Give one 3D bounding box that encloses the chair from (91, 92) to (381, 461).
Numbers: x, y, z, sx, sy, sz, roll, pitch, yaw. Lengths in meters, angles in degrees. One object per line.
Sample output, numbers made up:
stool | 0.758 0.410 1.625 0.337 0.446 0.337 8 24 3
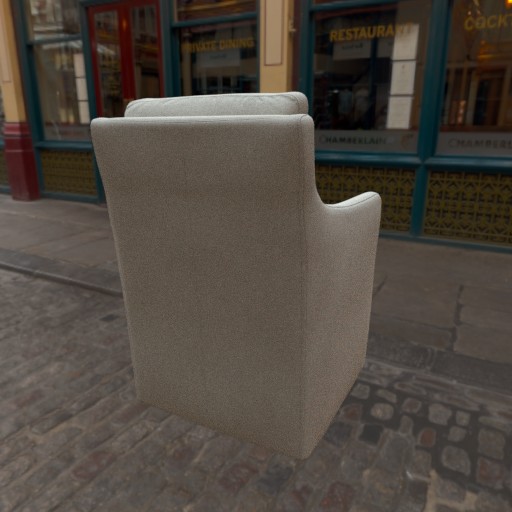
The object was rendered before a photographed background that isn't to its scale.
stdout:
chair | 0.000 0.000 1.372 0.626 0.914 0.694 8 18 27
